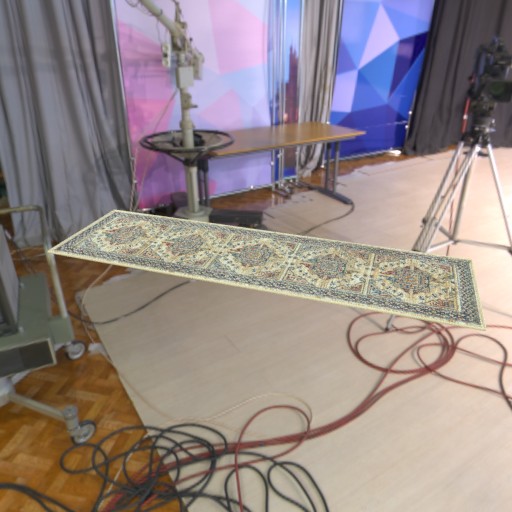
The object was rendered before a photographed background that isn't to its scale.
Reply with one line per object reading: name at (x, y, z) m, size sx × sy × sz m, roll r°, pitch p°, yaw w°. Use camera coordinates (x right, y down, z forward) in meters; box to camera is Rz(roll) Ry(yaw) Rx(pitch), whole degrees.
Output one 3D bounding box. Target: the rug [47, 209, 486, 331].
rug at (0.000, 0.000, 2.492) m, size 2.297 × 0.013 × 0.661 m, roll 9°, pitch 29°, yaw 16°
